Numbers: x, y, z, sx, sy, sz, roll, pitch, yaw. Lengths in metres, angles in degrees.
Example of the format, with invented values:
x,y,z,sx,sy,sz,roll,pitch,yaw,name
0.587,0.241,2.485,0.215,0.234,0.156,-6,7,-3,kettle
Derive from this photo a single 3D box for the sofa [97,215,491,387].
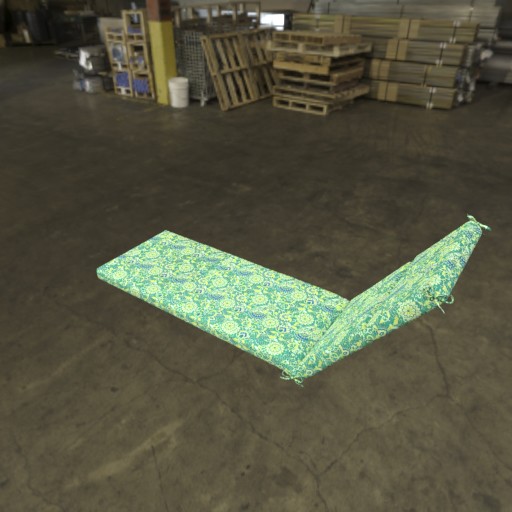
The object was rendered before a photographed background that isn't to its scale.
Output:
x,y,z,sx,sy,sz,roll,pitch,yaw,name
0.000,0.000,1.930,1.663,0.622,0.582,20,37,29,sofa
